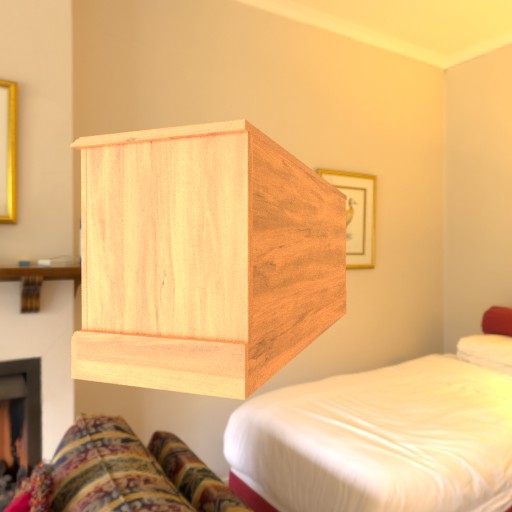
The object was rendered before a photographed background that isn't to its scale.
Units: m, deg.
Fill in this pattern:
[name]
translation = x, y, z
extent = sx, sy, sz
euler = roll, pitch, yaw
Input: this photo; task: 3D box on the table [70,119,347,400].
[table]
translation = 0.000, 0.000, 1.436
extent = 0.400, 0.510, 1.200
euler = 0, 1, 20
